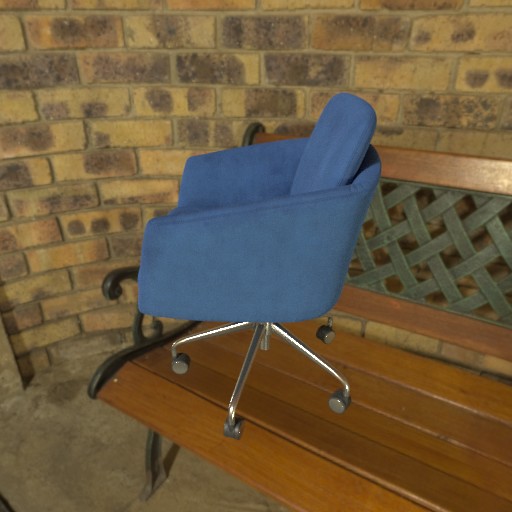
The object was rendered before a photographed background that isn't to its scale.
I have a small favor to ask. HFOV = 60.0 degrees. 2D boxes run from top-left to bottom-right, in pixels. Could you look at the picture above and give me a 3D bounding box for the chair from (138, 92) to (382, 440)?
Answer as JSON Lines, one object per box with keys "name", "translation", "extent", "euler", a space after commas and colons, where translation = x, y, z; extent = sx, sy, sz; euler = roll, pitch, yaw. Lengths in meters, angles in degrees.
{"name": "chair", "translation": [0.000, 0.000, 1.354], "extent": [0.635, 0.908, 0.641], "euler": [0, 27, 1]}
